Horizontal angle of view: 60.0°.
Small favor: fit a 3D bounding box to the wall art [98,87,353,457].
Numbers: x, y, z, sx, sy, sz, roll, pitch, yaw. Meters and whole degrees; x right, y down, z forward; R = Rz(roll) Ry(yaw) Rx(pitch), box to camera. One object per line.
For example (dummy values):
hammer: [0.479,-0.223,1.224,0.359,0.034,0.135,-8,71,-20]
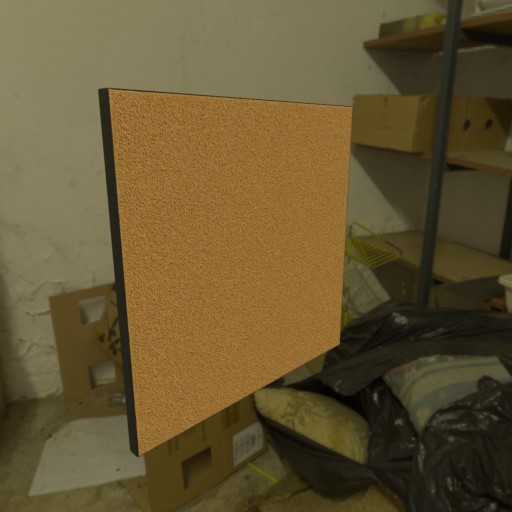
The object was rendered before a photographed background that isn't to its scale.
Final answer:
wall art: [0.000,0.000,0.679,0.022,0.453,0.456,15,21,43]
